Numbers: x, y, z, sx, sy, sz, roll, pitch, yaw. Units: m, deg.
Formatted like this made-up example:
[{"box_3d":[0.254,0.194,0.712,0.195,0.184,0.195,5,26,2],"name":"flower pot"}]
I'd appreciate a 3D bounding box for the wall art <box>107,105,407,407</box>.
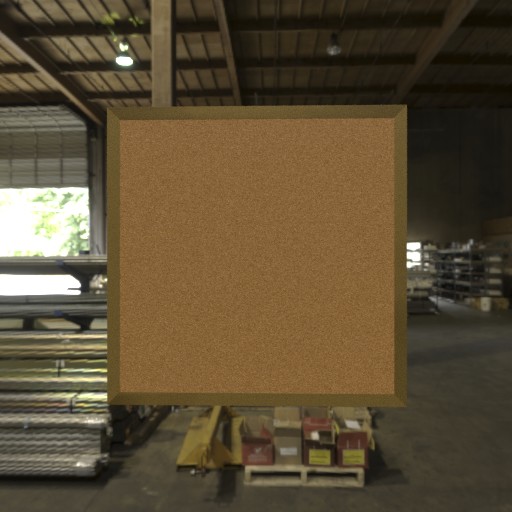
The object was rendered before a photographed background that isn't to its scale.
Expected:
[{"box_3d":[0.000,0.000,1.146,0.762,0.762,0.038,0,0,1],"name":"wall art"}]
